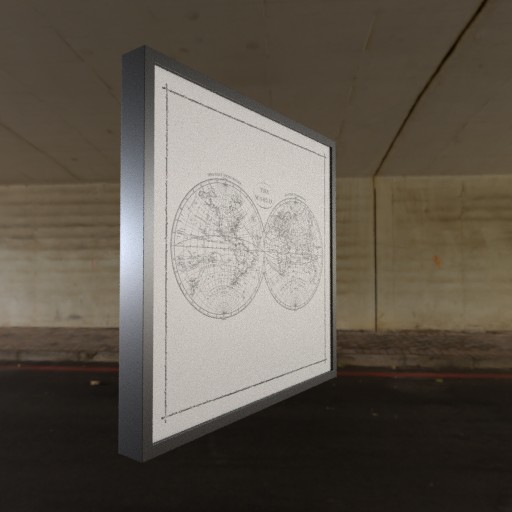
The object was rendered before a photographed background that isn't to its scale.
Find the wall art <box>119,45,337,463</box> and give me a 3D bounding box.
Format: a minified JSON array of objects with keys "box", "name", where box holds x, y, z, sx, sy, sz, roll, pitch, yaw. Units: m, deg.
[{"box":[0.000,0.000,0.477,0.029,0.318,0.327,-1,-2,36],"name":"wall art"}]
